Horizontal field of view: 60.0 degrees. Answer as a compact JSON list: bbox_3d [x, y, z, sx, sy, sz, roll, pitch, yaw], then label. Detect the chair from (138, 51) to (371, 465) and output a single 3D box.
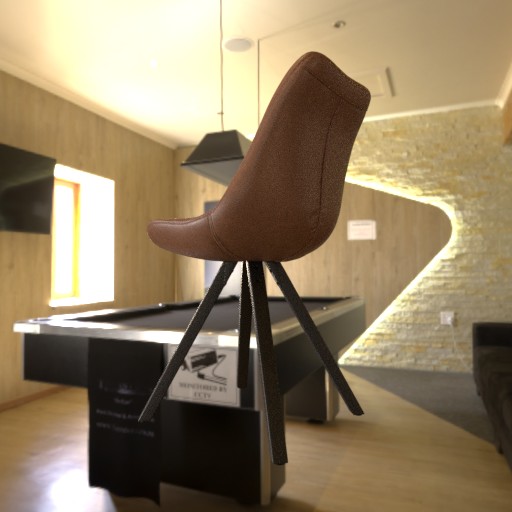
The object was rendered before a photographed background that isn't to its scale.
[{"bbox_3d":[0.000,0.000,1.177,0.550,0.850,0.475,-1,-2,38],"label":"chair"}]
